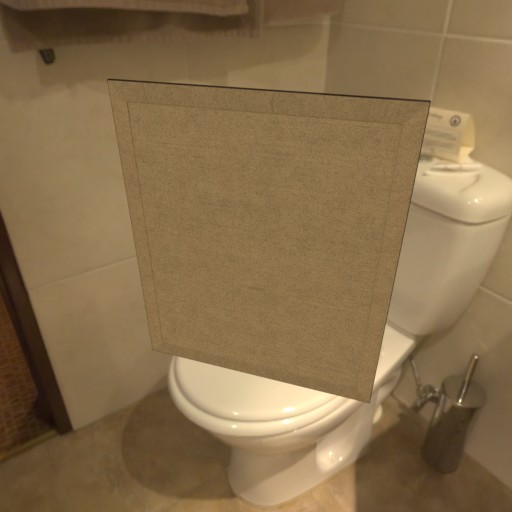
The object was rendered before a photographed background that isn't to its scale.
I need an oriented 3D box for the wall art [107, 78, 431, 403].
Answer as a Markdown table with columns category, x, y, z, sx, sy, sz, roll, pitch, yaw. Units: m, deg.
| category | x | y | z | sx | sy | sz | roll | pitch | yaw |
| --- | --- | --- | --- | --- | --- | --- | --- | --- | --- |
| wall art | 0.000 | 0.000 | 0.630 | 0.381 | 0.457 | 0.023 | 10 | 33 | 15 |
